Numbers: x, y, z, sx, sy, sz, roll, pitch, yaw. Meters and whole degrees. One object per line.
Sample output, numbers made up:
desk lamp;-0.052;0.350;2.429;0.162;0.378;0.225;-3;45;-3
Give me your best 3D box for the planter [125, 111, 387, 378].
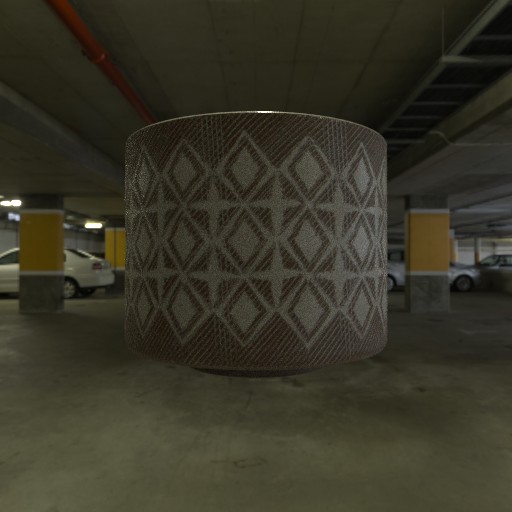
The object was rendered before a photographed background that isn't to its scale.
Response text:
planter;0.000;0.000;0.223;0.126;0.104;0.126;0;-1;0
